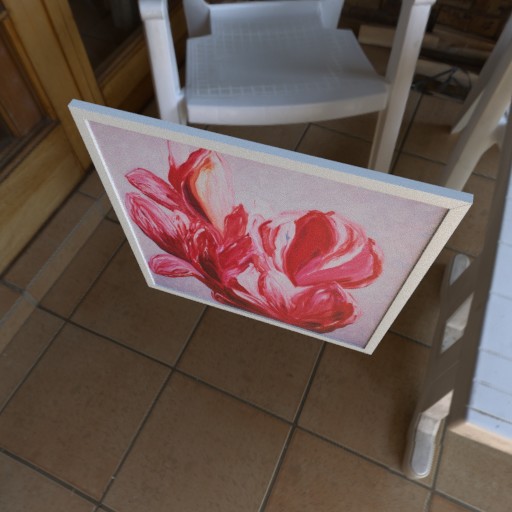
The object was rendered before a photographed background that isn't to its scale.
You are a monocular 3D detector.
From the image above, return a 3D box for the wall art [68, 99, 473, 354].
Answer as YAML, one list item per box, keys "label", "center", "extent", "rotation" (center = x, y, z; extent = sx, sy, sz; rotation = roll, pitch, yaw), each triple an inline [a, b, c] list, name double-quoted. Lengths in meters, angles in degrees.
- label: "wall art"
  center: [0.000, 0.000, 1.190]
  extent: [0.805, 0.803, 0.022]
  rotation: [16, 60, 9]
